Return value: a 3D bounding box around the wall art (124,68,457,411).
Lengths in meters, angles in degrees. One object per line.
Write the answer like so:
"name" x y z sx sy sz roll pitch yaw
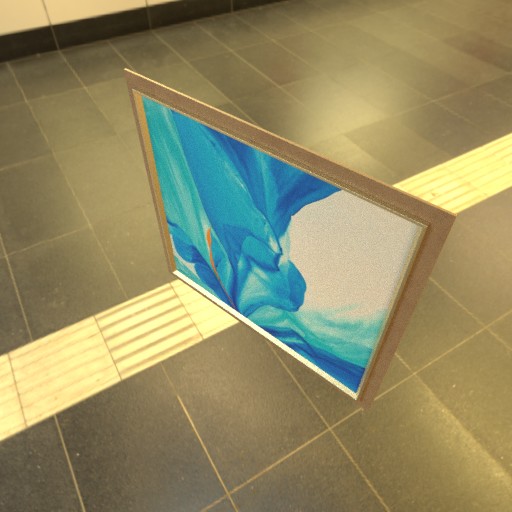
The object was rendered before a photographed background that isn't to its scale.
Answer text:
"wall art" 0.000 0.000 1.648 1.168 1.067 0.025 31 55 25
